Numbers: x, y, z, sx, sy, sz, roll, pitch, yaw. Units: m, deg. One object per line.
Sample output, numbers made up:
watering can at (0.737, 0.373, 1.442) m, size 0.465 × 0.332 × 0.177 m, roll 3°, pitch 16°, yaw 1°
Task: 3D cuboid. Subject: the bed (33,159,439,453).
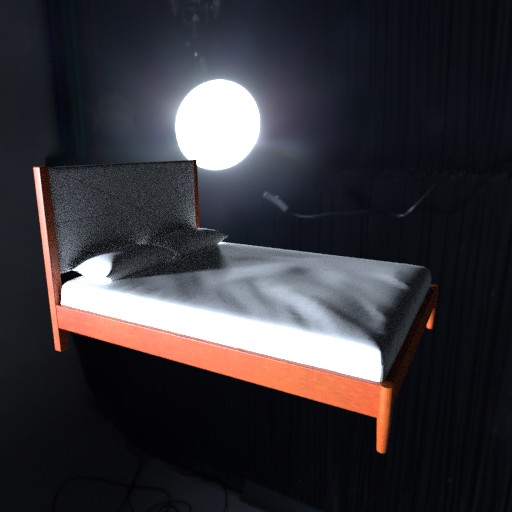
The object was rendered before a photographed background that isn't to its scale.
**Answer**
bed at (0.000, 0.000, 2.902) m, size 2.117 × 1.165 × 1.566 m, roll 8°, pitch 16°, yaw 27°
